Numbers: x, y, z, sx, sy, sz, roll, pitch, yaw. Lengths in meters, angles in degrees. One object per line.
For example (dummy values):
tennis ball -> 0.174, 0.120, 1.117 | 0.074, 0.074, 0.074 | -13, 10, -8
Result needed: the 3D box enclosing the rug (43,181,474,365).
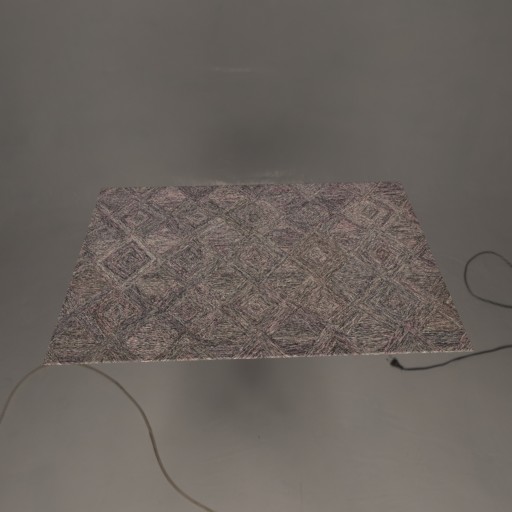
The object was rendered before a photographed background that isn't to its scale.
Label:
rug -> 0.000, 0.000, 2.880 | 2.298, 0.017, 1.501 | -2, 46, -1
